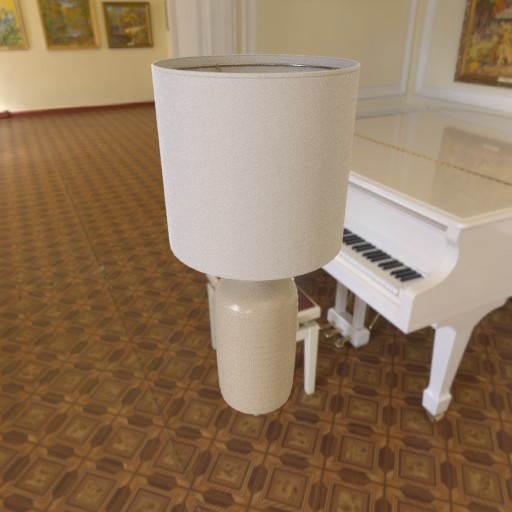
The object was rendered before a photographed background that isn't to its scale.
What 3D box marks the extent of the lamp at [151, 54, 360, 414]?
[{"bbox_3d":[0.000,0.000,0.590,0.220,0.475,0.220,-7,29,-13],"label":"lamp"}]
